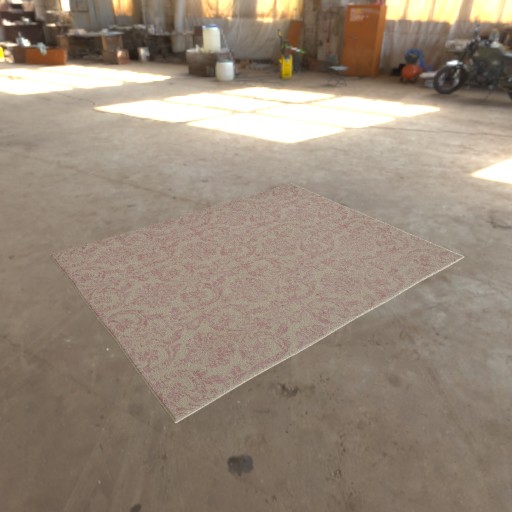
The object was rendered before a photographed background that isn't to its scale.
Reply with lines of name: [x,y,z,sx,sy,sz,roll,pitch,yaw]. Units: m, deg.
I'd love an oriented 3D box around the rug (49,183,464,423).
rug: [0.000,0.000,4.049,2.980,0.012,2.363,-21,36,-32]
